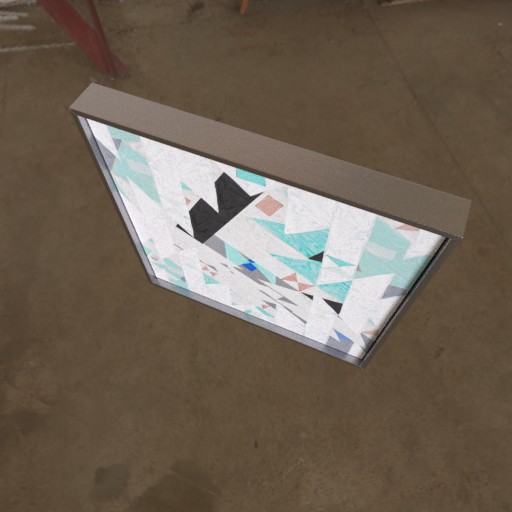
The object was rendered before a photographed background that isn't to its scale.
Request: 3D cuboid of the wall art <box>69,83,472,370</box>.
[{"bbox_3d":[0.000,0.000,0.522,0.350,0.350,0.038,20,62,11],"label":"wall art"}]
